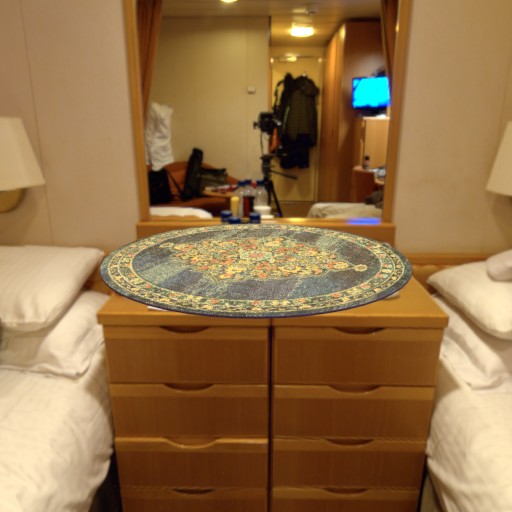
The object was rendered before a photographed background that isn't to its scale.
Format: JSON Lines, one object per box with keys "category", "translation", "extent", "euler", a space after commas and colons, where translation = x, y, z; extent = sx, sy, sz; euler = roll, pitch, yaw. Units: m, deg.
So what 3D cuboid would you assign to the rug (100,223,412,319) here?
{"category": "rug", "translation": [0.000, 0.000, 3.569], "extent": [2.386, 0.014, 2.386], "euler": [0, 16, 0]}
